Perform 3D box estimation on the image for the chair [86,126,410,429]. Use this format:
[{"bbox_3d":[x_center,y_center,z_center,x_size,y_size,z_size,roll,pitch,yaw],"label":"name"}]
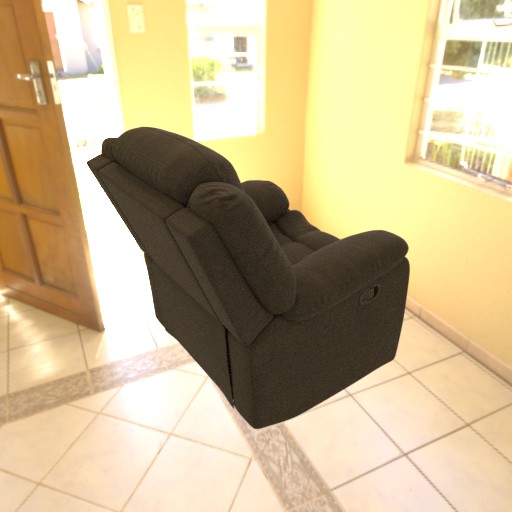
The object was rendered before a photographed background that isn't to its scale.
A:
[{"bbox_3d":[0.000,0.000,1.712,0.944,1.008,0.899,-18,33,-31],"label":"chair"}]
